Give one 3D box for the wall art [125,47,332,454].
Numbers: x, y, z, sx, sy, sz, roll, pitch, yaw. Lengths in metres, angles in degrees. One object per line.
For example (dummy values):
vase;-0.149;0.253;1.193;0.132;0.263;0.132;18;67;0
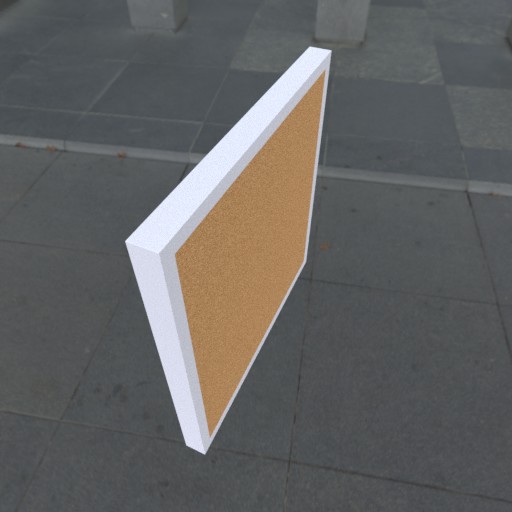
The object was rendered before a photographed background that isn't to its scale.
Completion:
wall art;0.000;0.000;0.756;0.038;0.508;0.507;19;49;17
